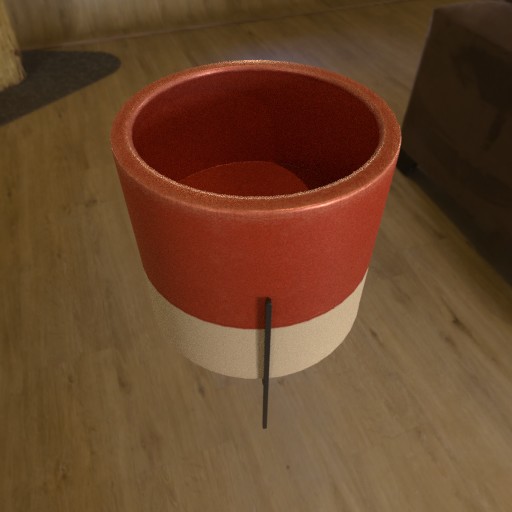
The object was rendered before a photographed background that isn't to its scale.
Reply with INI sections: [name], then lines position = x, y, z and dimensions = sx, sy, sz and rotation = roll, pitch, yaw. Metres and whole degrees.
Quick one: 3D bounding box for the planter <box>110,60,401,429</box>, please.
[planter]
position = 0.000, 0.000, 0.693
dimensions = 0.345, 0.465, 0.354
rotation = -3, 46, -3
